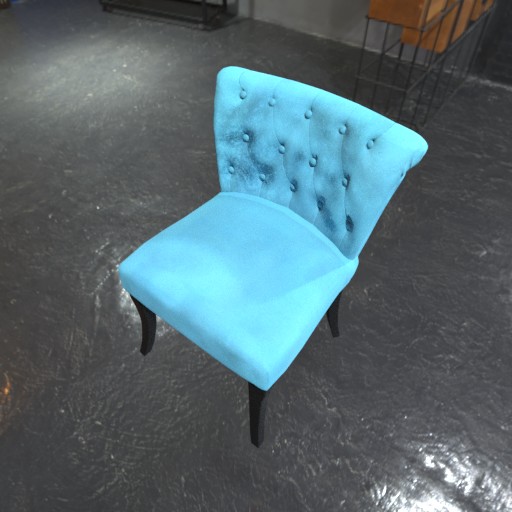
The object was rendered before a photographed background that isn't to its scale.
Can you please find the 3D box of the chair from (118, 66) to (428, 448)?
[{"bbox_3d":[0.000,0.000,1.225,0.582,0.750,0.605,30,54,25],"label":"chair"}]
